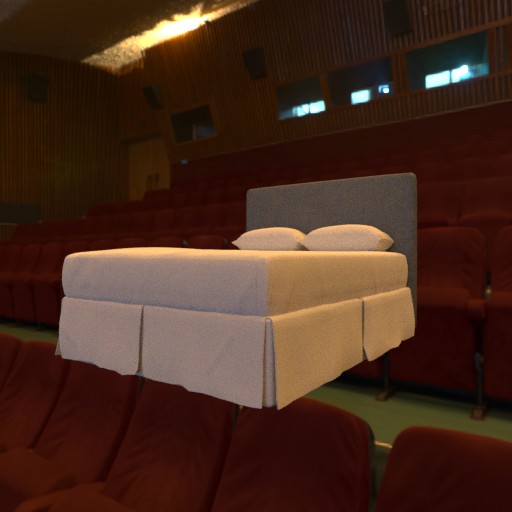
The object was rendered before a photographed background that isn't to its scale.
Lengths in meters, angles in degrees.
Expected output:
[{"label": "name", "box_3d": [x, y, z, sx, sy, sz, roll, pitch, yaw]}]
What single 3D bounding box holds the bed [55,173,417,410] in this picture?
[{"label": "bed", "box_3d": [0.000, 0.000, 3.177, 1.713, 1.330, 2.142, 0, 0, 36]}]
